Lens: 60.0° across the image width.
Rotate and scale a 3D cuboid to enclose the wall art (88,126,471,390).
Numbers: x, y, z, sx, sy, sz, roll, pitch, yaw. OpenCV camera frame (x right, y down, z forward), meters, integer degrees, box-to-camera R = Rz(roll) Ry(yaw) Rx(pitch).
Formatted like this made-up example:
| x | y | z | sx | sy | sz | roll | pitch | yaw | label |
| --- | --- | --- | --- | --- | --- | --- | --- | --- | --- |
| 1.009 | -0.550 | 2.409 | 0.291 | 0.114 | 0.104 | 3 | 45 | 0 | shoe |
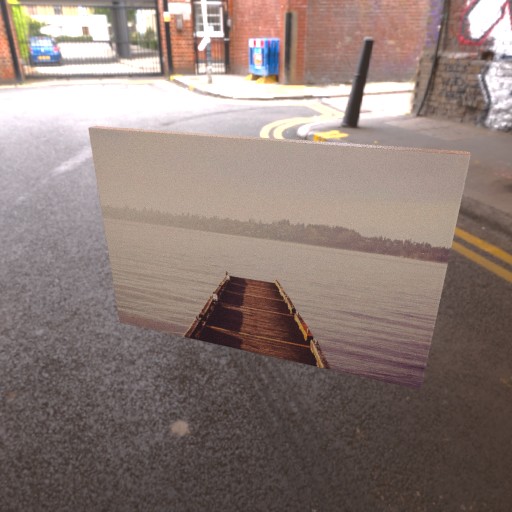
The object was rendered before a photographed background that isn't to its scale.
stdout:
| x | y | z | sx | sy | sz | roll | pitch | yaw | label |
| --- | --- | --- | --- | --- | --- | --- | --- | --- | --- |
| 0.000 | 0.000 | 0.782 | 0.615 | 0.410 | 0.021 | 9 | 27 | 17 | wall art |
